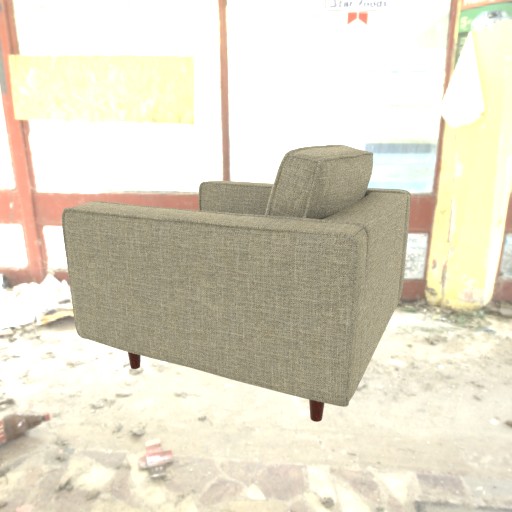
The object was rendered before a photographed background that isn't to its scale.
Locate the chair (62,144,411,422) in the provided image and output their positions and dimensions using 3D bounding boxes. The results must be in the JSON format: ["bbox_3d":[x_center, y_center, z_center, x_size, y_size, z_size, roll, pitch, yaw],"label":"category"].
[{"bbox_3d":[0.000,0.000,1.563,0.914,0.765,0.889,7,17,25],"label":"chair"}]
